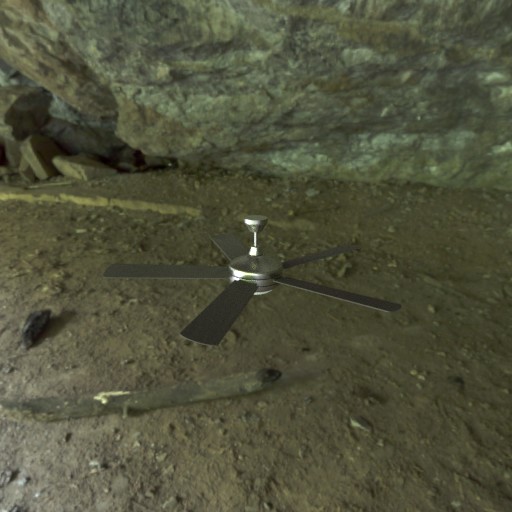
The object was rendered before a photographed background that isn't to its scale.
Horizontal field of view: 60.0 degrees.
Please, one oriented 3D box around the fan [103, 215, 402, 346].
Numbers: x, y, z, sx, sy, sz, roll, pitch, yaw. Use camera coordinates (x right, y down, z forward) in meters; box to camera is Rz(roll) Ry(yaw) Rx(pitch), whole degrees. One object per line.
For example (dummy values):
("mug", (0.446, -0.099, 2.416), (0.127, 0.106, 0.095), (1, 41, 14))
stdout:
("fan", (0.000, 0.000, 2.017), (1.321, 0.356, 1.321), (9, 20, 25))
